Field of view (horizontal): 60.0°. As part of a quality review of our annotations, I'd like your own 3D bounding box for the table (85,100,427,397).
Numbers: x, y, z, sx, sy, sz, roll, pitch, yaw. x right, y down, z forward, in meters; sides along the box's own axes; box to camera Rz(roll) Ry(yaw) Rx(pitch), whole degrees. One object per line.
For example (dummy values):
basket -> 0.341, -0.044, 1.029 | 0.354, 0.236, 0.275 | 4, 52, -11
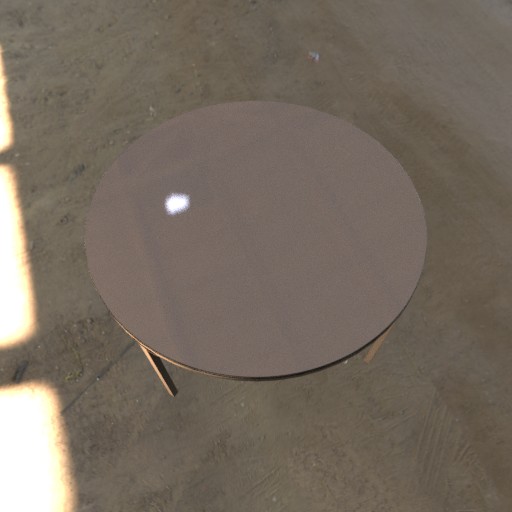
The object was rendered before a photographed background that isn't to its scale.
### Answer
table -> 0.000, 0.000, 1.222 | 0.800, 0.400, 0.800 | 0, 58, 0
